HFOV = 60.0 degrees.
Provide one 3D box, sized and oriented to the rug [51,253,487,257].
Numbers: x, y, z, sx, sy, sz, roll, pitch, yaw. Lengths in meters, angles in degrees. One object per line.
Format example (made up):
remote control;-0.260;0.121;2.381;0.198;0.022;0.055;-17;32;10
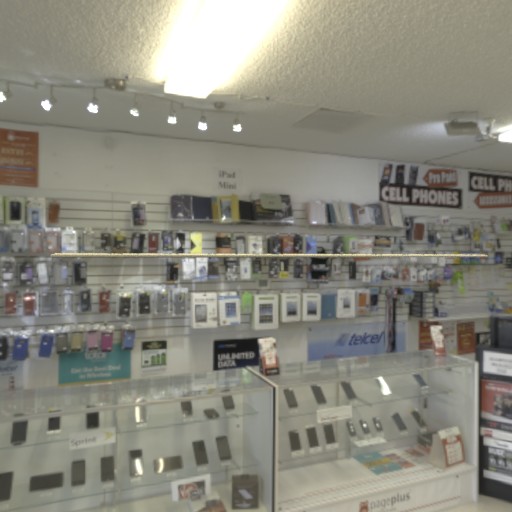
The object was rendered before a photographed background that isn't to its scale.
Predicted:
rug;0.000;0.000;3.451;2.746;0.018;1.819;0;0;-20
